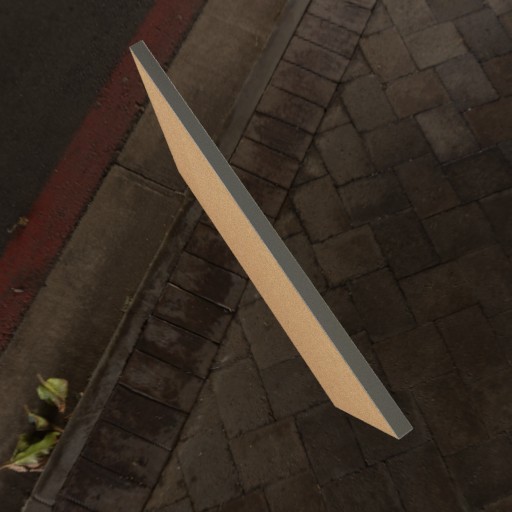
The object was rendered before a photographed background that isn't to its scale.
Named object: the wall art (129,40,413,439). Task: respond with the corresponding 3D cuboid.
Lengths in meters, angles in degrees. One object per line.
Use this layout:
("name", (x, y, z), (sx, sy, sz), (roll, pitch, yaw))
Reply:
("wall art", (0.000, 0.000, 0.759), (0.021, 0.410, 0.615), (-33, 78, -8))
